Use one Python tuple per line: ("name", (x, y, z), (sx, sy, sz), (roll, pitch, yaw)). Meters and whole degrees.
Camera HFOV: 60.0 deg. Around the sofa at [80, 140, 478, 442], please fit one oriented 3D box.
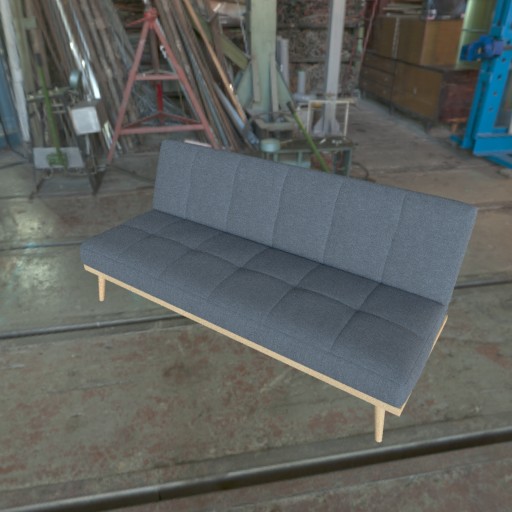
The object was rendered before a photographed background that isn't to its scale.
("sofa", (0.000, 0.000, 2.233), (1.820, 0.770, 0.820), (19, 35, 29))
